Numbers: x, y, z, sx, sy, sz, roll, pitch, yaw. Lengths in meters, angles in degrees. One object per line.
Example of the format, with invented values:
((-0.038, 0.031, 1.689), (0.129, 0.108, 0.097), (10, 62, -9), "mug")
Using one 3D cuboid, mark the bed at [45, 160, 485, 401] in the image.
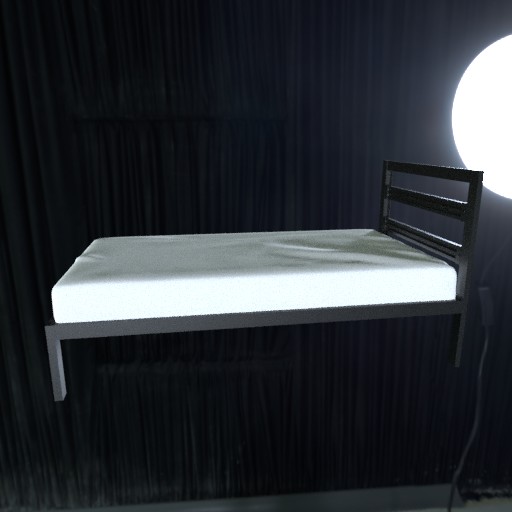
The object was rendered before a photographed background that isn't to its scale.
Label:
((0.000, 0.000, 2.425), (1.930, 0.967, 0.991), (-2, 15, -9), "bed")
